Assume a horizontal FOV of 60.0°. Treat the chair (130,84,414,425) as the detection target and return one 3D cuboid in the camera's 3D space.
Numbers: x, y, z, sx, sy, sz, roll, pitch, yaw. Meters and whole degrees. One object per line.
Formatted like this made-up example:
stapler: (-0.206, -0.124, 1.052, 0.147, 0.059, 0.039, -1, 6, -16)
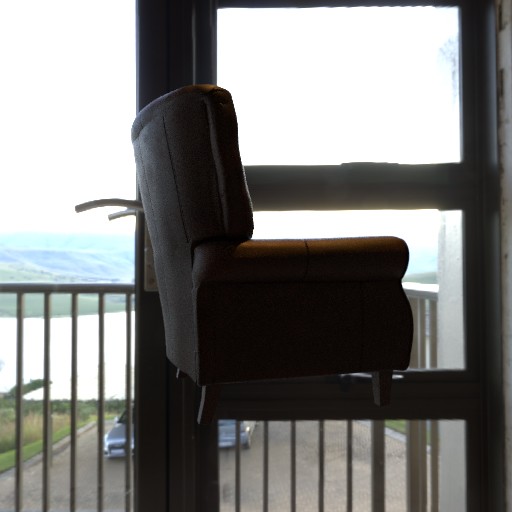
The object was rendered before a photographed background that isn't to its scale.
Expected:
chair: (0.000, 0.000, 1.924, 1.058, 1.158, 0.948, 0, -1, -17)
